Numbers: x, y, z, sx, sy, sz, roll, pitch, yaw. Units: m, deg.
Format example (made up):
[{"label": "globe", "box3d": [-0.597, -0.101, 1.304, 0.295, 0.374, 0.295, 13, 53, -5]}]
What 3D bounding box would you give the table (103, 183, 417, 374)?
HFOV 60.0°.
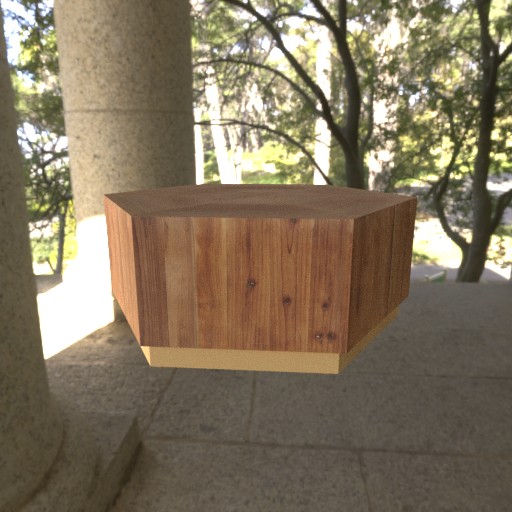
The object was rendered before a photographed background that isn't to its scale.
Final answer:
[{"label": "table", "box3d": [0.000, 0.000, 1.681, 1.000, 0.456, 1.154, -7, 16, -25]}]
